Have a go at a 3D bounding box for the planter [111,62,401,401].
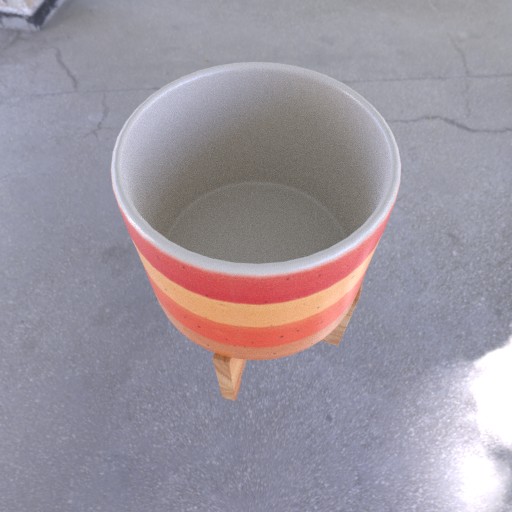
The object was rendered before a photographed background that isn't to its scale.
[{"bbox_3d":[0.000,0.000,0.405,0.199,0.268,0.199,0,58,0],"label":"planter"}]
